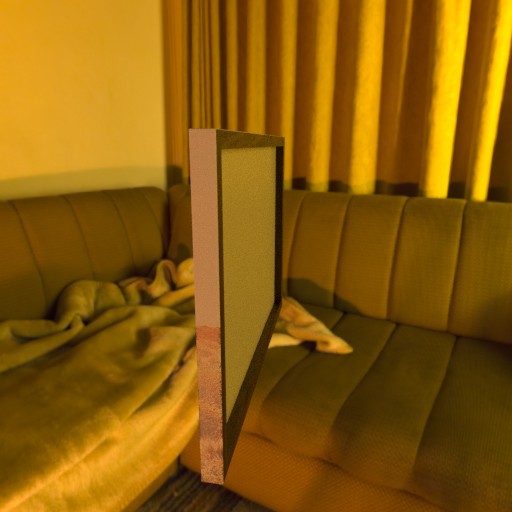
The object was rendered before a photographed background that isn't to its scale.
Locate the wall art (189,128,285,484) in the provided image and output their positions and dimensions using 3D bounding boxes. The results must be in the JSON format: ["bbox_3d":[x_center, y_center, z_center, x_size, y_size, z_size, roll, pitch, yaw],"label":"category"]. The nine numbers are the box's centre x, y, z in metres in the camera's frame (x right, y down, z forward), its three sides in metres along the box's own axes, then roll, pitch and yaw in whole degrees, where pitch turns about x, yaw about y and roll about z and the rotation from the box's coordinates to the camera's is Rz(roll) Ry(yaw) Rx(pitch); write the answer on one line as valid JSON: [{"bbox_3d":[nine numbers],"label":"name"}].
[{"bbox_3d":[0.000,0.000,1.439,0.051,0.761,1.138,2,14,10],"label":"wall art"}]
